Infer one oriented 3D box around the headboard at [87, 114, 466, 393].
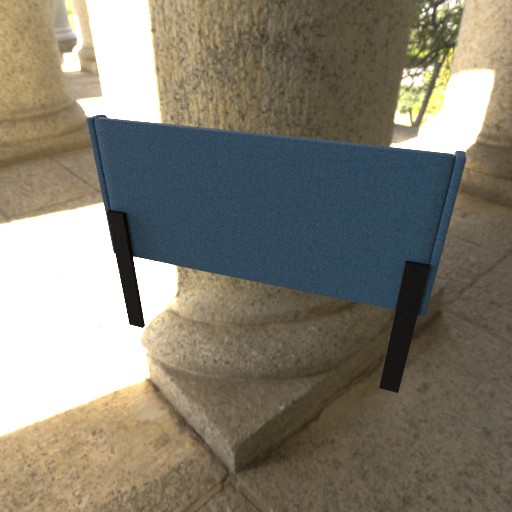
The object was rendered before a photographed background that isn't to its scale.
[{"bbox_3d":[0.000,0.000,2.731,2.051,1.524,0.184,11,34,16],"label":"headboard"}]
